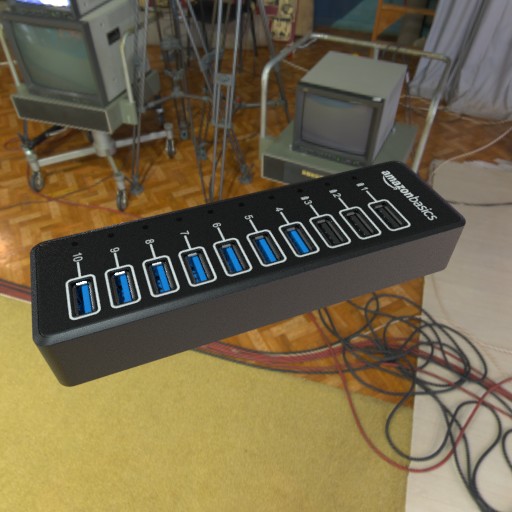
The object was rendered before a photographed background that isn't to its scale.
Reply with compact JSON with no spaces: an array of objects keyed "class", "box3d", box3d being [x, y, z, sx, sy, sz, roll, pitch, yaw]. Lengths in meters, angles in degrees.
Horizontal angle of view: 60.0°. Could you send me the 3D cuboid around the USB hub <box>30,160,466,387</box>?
[{"class":"USB hub","box3d":[0.000,0.000,0.159,0.145,0.023,0.044,-15,47,-15]}]
